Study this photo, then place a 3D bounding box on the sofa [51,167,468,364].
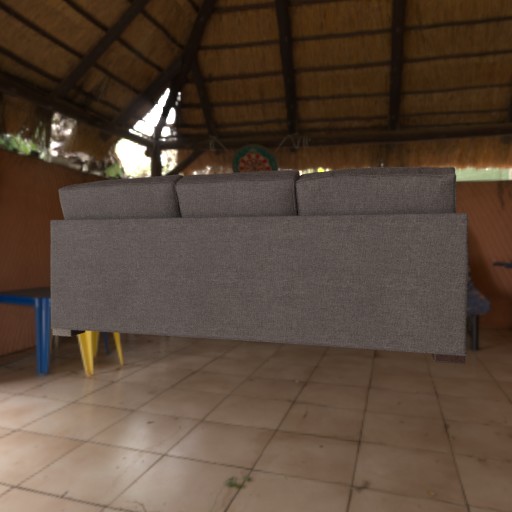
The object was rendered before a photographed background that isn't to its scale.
[{"bbox_3d":[0.000,0.000,2.871,2.369,0.978,1.004,0,2,16],"label":"sofa"}]
